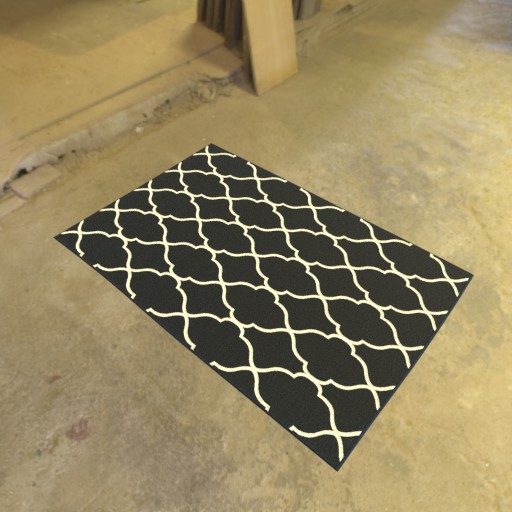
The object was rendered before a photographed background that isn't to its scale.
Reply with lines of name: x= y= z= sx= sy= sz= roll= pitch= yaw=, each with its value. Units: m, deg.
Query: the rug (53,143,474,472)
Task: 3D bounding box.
rug: x=0.000 y=0.000 z=2.867 sx=2.294 sy=0.014 sz=1.528 roll=32 pitch=54 yaw=27
